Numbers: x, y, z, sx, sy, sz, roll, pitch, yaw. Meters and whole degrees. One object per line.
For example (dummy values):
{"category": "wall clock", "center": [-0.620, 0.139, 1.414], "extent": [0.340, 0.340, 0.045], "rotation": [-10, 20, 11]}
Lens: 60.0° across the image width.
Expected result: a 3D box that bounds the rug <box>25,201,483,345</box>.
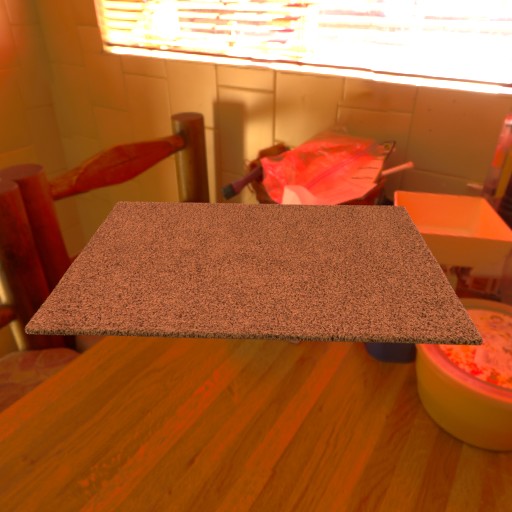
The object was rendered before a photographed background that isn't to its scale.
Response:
{"category": "rug", "center": [0.000, 0.000, 2.230], "extent": [1.778, 0.030, 1.219], "rotation": [1, 31, 2]}
